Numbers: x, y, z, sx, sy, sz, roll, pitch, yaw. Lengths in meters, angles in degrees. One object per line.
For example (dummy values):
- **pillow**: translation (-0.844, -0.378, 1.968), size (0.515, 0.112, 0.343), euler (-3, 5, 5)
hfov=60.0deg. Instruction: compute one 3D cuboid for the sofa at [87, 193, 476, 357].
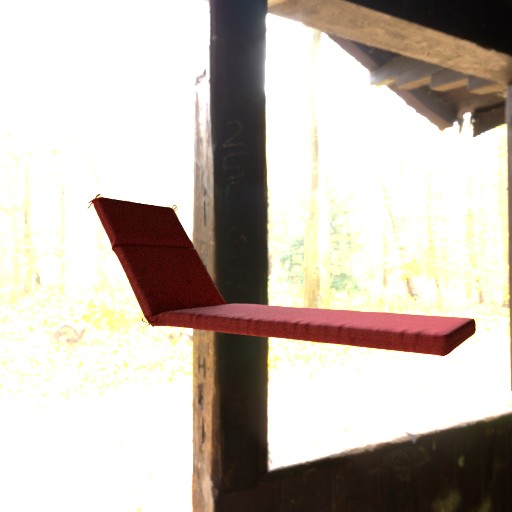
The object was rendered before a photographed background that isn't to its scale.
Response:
- **sofa**: translation (0.000, 0.000, 1.928), size (1.663, 0.622, 0.582), euler (-1, -2, 35)
